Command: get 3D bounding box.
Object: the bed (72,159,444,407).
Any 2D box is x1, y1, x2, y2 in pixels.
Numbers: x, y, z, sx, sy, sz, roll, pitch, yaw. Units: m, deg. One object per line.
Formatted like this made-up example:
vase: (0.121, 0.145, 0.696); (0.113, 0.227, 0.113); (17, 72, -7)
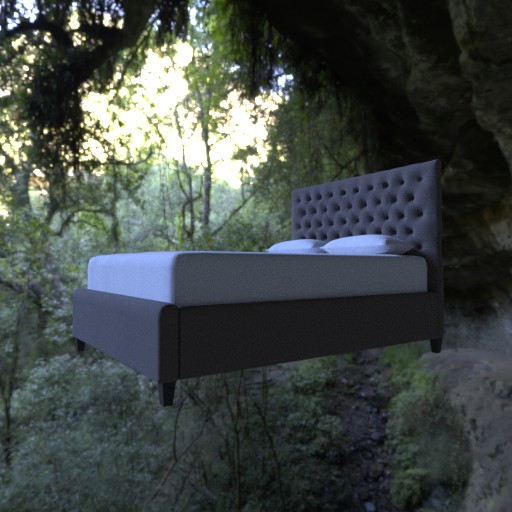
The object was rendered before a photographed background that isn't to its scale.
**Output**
bed: (0.000, 0.000, 3.319); (2.233, 1.426, 1.696); (1, -1, -35)
